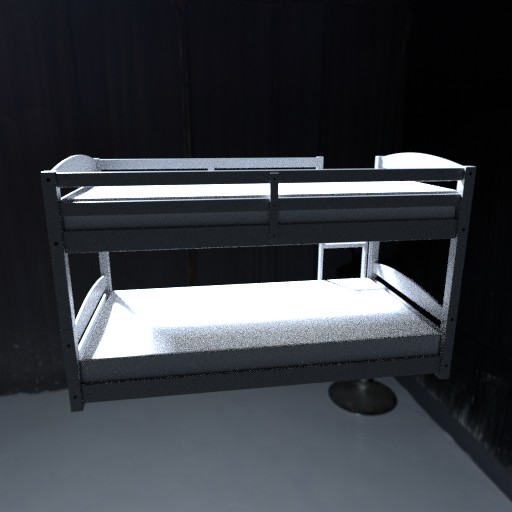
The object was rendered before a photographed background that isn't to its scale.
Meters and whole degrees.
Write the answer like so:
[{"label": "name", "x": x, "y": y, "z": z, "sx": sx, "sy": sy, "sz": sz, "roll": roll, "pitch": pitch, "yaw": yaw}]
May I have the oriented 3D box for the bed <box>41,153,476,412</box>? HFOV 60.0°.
[{"label": "bed", "x": 0.000, "y": 0.000, "z": 2.689, "sx": 2.013, "sy": 1.206, "sz": 1.105, "roll": -2, "pitch": 16, "yaw": -9}]
